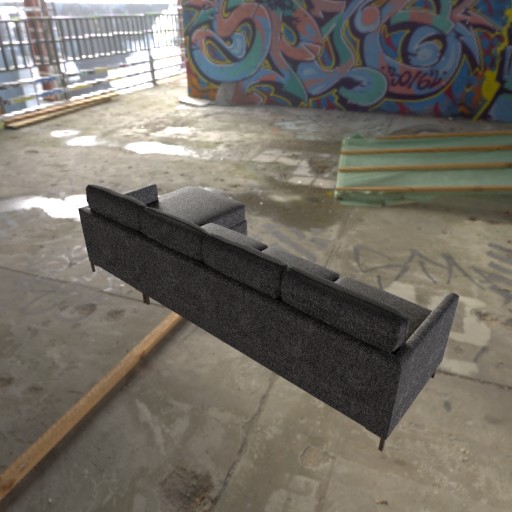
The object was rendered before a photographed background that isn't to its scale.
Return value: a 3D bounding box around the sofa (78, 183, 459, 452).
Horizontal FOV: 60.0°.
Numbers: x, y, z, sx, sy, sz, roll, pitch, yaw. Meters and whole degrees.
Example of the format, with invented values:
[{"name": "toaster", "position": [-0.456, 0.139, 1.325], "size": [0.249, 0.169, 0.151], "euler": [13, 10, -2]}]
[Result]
[{"name": "sofa", "position": [0.000, 0.000, 3.990], "size": [3.384, 0.970, 1.488], "euler": [23, 37, 35]}]
